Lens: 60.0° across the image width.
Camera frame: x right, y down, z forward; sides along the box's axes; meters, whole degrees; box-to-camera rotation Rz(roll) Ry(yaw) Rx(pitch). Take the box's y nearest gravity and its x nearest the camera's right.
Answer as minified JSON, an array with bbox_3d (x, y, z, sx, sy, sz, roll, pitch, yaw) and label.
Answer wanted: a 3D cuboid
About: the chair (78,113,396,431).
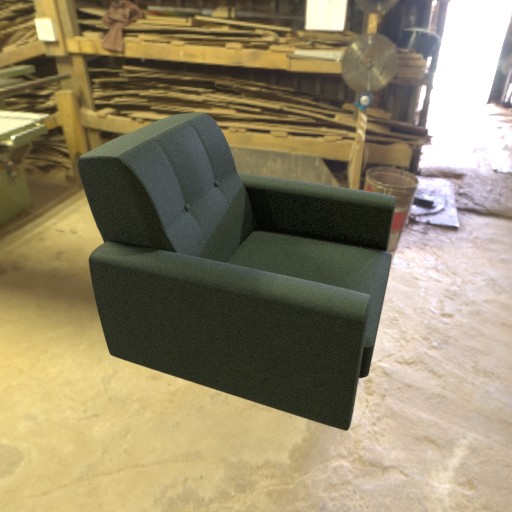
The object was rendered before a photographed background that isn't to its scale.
[{"bbox_3d":[0.000,0.000,1.580,0.909,0.841,0.831,11,32,17],"label":"chair"}]
